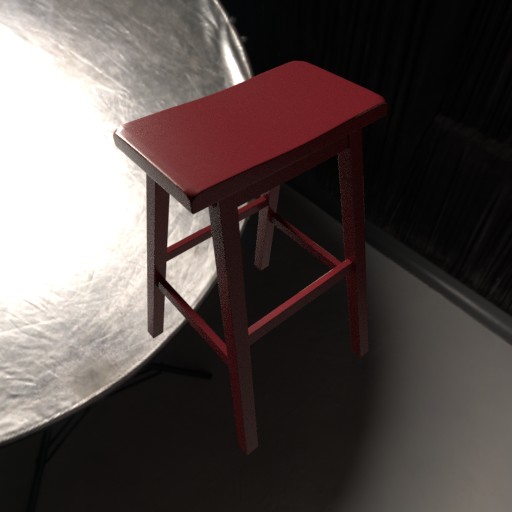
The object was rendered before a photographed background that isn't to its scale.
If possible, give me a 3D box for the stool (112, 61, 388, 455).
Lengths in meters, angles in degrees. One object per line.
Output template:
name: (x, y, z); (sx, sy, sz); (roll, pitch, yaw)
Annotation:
stool: (0.000, 0.000, 1.053); (0.457, 0.737, 0.476); (-31, 54, -26)
